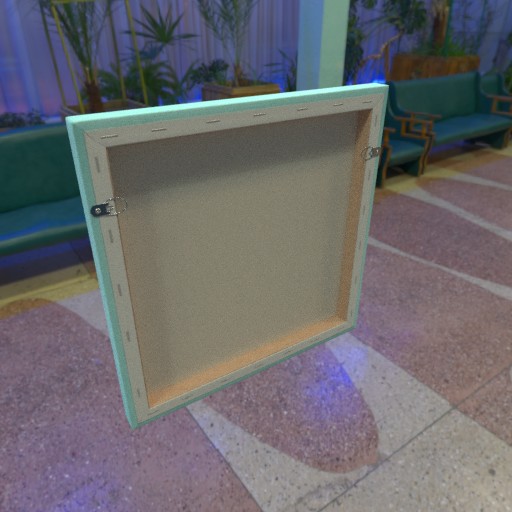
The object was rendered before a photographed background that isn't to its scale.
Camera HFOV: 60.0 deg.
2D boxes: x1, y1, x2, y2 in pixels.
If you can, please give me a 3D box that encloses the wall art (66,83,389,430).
[{"bbox_3d":[0.000,0.000,1.127,0.765,0.766,0.054,-17,34,-28],"label":"wall art"}]
